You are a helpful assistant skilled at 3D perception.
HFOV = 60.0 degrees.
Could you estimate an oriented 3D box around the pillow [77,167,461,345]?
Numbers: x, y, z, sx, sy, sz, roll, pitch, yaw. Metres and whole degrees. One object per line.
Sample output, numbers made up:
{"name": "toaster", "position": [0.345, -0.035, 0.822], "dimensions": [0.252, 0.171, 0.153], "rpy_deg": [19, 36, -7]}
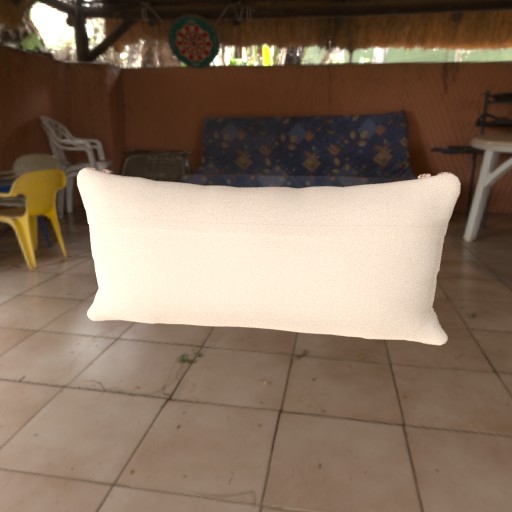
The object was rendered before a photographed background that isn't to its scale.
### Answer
{"name": "pillow", "position": [0.000, 0.000, 0.736], "dimensions": [0.635, 0.282, 0.139], "rpy_deg": [3, 16, 9]}
